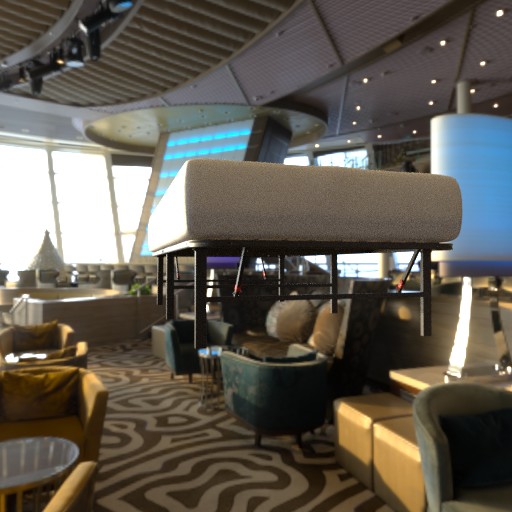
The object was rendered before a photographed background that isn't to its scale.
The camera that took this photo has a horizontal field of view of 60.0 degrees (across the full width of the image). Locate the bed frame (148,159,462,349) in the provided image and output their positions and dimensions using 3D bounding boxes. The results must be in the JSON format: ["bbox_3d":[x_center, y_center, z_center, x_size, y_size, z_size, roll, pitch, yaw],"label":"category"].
[{"bbox_3d":[0.000,0.000,2.363,1.025,0.640,1.908,0,-1,-17],"label":"bed frame"}]
